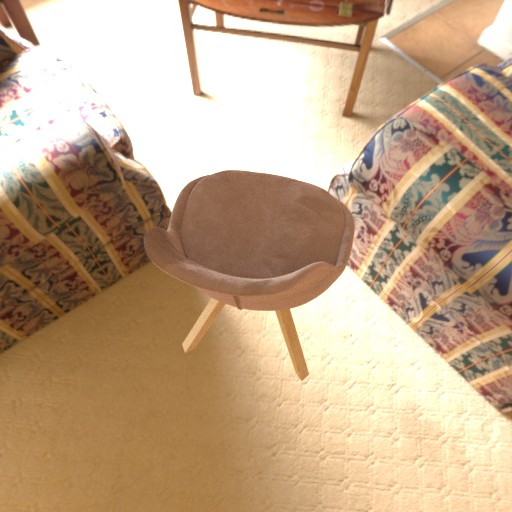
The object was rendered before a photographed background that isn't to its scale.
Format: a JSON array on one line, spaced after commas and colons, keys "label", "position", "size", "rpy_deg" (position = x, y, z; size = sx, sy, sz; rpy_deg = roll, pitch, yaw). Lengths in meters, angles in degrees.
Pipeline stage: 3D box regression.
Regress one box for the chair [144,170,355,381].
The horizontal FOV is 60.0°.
[{"label": "chair", "position": [0.000, 0.000, 1.202], "size": [0.485, 0.850, 0.550], "rpy_deg": [12, 64, 6]}]
